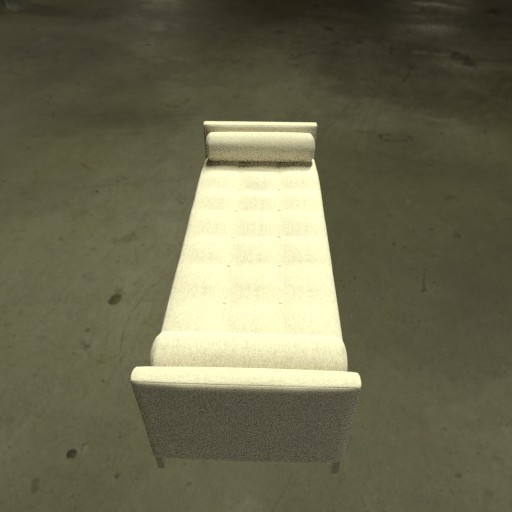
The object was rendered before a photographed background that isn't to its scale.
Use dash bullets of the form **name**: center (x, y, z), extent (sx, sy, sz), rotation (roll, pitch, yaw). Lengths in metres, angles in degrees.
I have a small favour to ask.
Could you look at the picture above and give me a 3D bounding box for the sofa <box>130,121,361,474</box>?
- **sofa**: center (0.000, 0.000, 2.453), extent (0.797, 0.655, 2.102), rotation (1, 41, 1)
